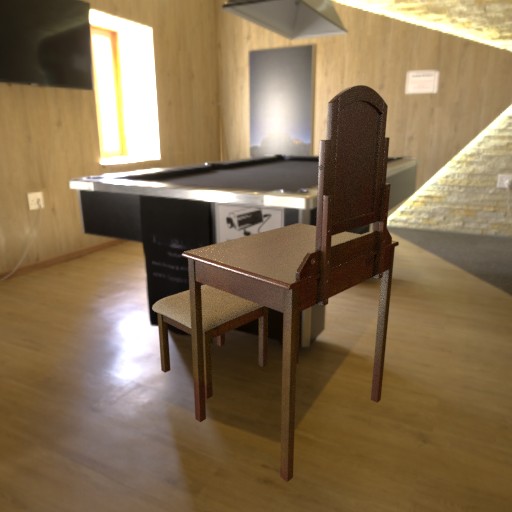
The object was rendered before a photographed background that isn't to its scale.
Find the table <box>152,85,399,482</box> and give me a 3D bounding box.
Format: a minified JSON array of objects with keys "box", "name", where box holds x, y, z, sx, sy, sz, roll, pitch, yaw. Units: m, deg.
[{"box":[0.000,0.000,2.349,1.211,1.631,0.876,15,22,41],"name":"table"}]
